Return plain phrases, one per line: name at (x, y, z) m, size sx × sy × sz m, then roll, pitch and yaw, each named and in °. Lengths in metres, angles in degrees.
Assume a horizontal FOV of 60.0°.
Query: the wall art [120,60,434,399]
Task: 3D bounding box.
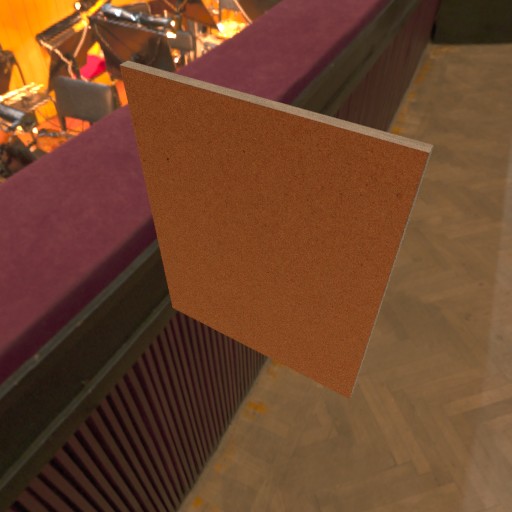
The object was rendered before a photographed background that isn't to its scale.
wall art at (0.000, 0.000, 0.827) m, size 0.481 × 0.613 × 0.020 m, roll 23°, pitch 50°, yaw 21°
